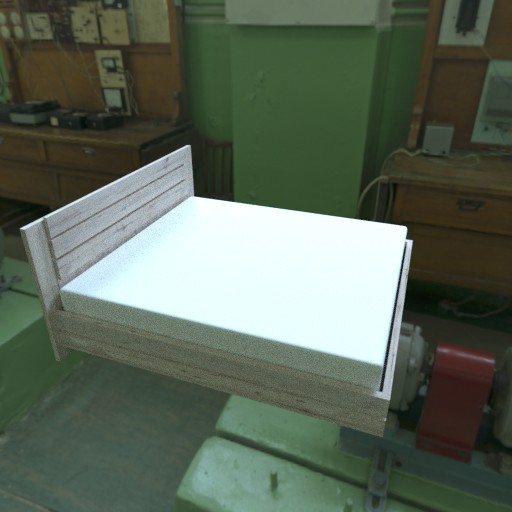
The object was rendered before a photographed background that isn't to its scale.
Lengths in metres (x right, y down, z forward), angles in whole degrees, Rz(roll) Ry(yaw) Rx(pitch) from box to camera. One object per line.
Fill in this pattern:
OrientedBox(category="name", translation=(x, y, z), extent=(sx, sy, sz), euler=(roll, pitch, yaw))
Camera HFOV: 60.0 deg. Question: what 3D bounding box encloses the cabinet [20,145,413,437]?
OrientedBox(category="cabinet", translation=(0.000, 0.000, 3.172), extent=(2.080, 0.970, 1.950), euler=(10, 30, 18))
